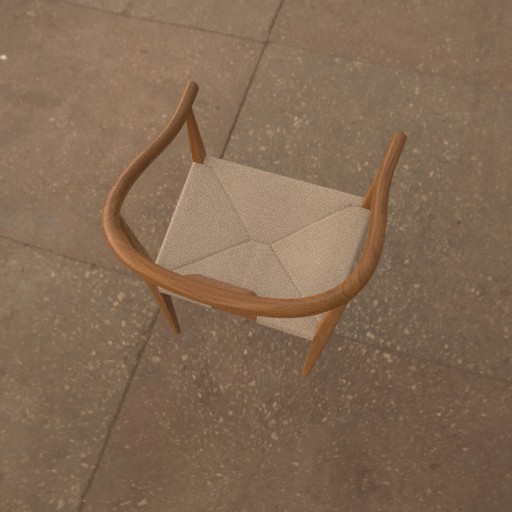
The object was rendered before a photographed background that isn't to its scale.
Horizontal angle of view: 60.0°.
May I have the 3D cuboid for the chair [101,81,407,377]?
[{"bbox_3d":[0.000,0.000,1.188,0.556,0.800,0.579,17,65,8],"label":"chair"}]
